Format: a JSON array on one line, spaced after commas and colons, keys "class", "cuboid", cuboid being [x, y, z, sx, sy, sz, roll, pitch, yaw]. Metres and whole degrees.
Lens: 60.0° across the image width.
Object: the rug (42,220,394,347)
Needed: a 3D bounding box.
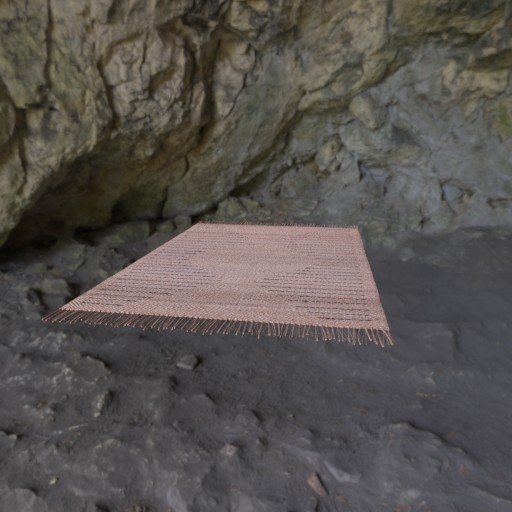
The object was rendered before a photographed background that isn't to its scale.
[{"class": "rug", "cuboid": [0.000, 0.000, 2.476, 1.224, 0.027, 2.085, 2, 15, 9]}]
